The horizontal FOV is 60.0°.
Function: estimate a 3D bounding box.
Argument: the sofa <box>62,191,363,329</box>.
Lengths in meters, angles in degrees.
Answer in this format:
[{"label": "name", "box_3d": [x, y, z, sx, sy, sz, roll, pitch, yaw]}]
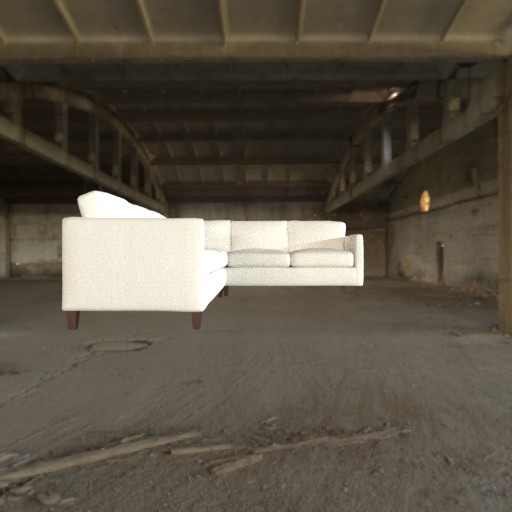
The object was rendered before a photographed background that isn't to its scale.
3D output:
[{"label": "sofa", "box_3d": [0.000, 0.000, 4.460, 2.593, 0.947, 3.302, 0, 0, -1]}]
